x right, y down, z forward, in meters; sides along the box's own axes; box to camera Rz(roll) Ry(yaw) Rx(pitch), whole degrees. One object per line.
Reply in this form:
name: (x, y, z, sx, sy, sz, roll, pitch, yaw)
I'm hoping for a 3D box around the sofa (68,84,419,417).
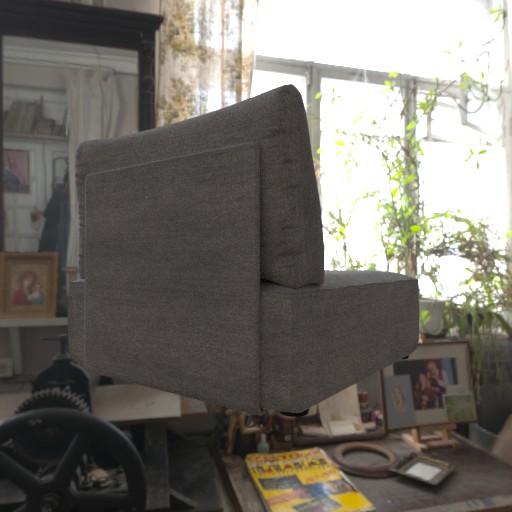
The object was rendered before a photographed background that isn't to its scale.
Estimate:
sofa: (0.000, 0.000, 1.692, 0.930, 0.820, 1.000, 0, -1, 36)
